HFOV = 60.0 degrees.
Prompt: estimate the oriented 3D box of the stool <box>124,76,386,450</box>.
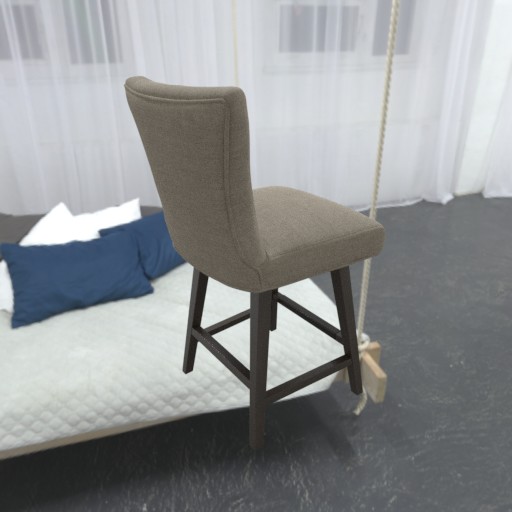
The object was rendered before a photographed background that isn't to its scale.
[{"bbox_3d":[0.000,0.000,1.334,0.574,1.000,0.514,-18,30,-33],"label":"stool"}]
